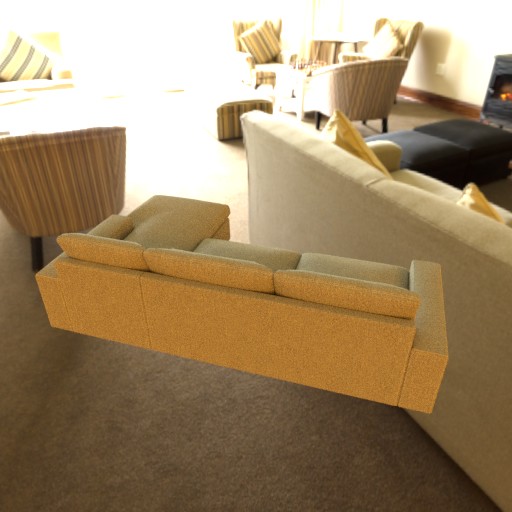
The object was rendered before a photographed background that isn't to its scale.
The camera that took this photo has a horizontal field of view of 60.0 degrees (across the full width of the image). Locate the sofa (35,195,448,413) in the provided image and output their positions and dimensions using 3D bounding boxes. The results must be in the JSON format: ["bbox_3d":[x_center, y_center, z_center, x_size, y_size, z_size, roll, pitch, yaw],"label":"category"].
[{"bbox_3d":[0.000,0.000,3.487,2.718,0.813,1.689,9,33,14],"label":"sofa"}]
